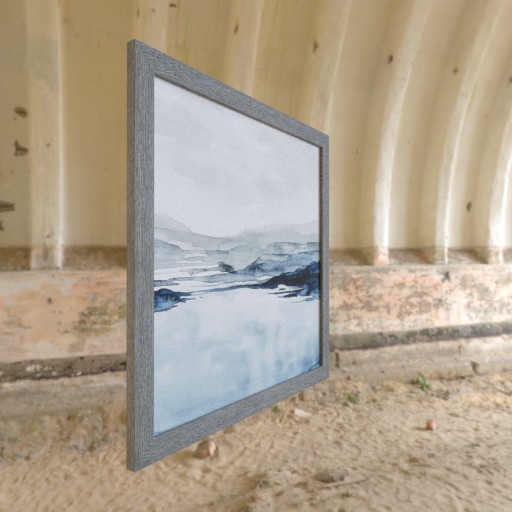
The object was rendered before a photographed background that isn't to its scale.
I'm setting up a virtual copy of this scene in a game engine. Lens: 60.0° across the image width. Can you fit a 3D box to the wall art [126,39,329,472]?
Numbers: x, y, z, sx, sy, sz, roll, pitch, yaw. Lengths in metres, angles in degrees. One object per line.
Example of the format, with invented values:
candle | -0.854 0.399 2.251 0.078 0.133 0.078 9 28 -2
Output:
wall art | 0.000 0.000 0.983 0.020 0.685 0.685 0 0 36
